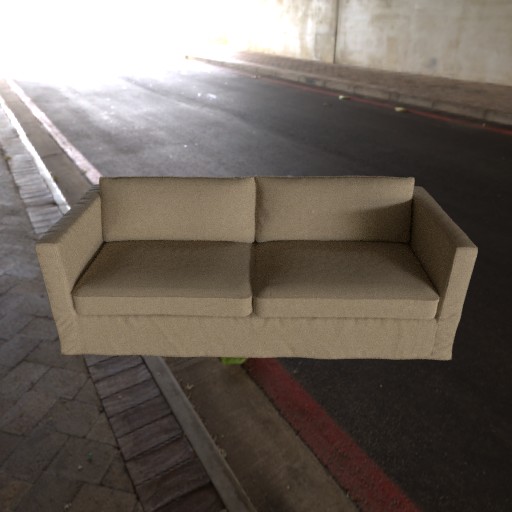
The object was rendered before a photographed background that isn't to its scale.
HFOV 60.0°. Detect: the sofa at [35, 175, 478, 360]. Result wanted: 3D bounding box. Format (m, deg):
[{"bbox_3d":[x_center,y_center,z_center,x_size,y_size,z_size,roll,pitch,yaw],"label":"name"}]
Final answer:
[{"bbox_3d":[0.000,0.000,2.761,2.296,0.847,0.956,1,29,1],"label":"sofa"}]
